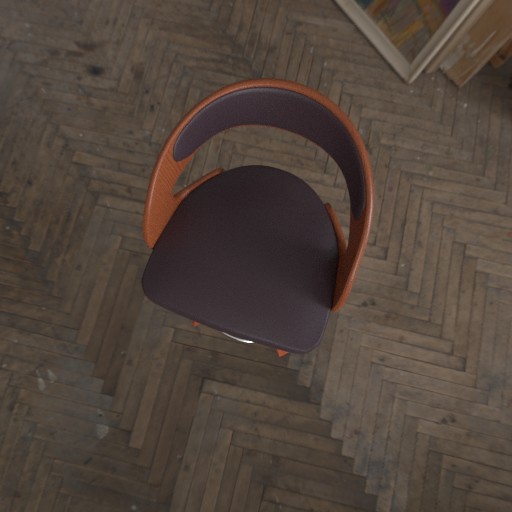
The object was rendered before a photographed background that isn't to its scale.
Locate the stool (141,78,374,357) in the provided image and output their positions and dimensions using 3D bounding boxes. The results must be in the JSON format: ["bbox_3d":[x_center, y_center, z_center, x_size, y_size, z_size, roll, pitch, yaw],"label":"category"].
[{"bbox_3d":[0.000,0.000,1.213,0.457,0.940,0.457,19,78,4],"label":"stool"}]
